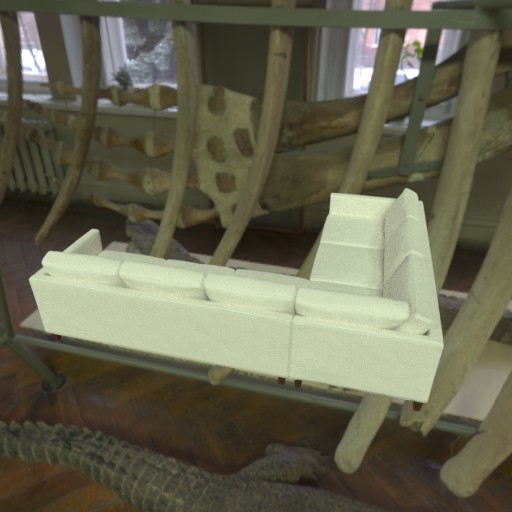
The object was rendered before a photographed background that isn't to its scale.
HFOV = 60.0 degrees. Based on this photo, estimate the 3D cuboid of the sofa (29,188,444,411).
[{"bbox_3d":[0.000,0.000,4.357,3.182,0.863,2.432,8,32,12],"label":"sofa"}]
